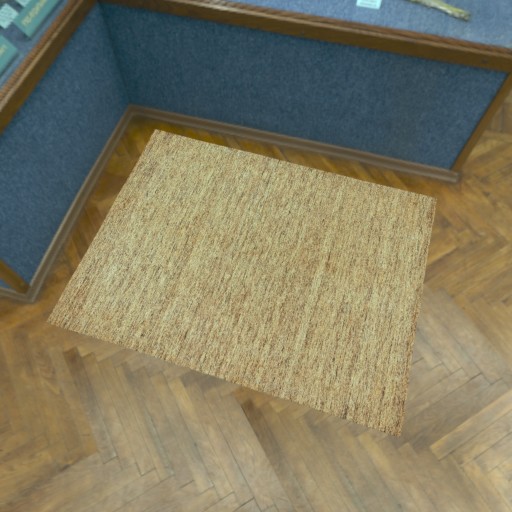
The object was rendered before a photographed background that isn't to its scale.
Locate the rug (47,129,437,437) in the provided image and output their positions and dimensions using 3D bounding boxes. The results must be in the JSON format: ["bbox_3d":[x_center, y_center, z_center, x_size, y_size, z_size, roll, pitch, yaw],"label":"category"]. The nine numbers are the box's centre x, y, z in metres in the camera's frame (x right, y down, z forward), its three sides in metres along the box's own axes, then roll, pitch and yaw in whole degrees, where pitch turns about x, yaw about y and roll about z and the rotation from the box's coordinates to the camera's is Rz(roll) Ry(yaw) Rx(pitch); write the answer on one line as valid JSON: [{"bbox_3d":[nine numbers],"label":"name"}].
[{"bbox_3d":[0.000,0.000,4.317,3.200,0.012,2.438,16,63,8],"label":"rug"}]
